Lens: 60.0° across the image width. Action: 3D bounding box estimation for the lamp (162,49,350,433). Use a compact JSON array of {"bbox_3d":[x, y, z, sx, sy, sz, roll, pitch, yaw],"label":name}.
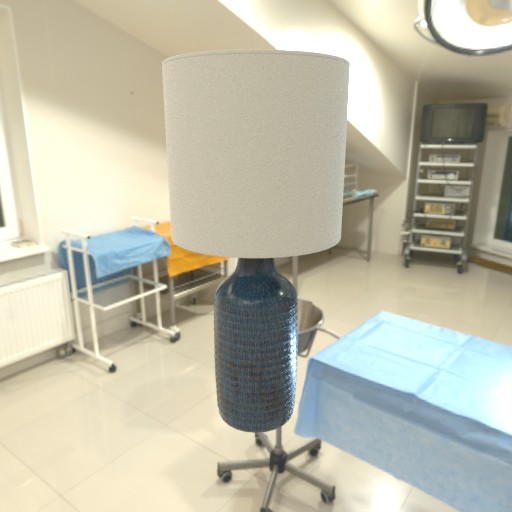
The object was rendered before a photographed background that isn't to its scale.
[{"bbox_3d":[0.000,0.000,0.595,0.220,0.475,0.220,15,22,42],"label":"lamp"}]
